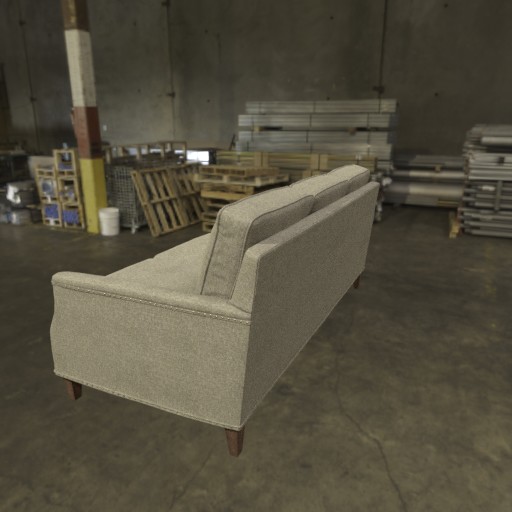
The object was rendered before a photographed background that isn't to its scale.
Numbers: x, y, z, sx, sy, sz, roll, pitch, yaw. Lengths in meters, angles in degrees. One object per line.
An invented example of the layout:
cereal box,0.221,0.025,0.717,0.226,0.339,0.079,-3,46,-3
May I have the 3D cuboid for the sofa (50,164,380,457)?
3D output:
sofa,0.000,0.000,2.740,1.084,1.003,2.246,8,18,24
